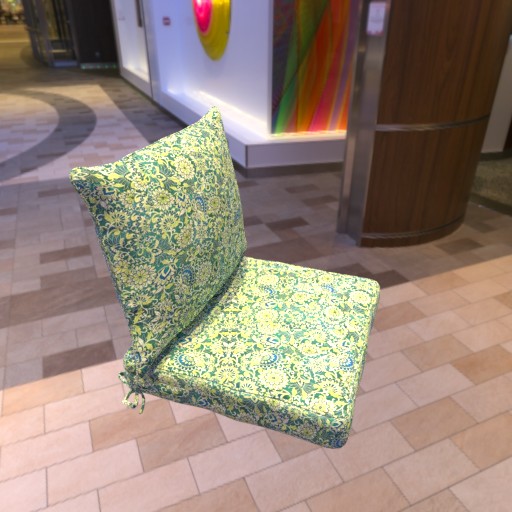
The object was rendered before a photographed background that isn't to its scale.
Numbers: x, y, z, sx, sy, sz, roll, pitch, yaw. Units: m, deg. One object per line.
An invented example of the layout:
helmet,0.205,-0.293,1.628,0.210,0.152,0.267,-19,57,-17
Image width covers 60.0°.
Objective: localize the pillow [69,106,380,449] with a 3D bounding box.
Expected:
pillow,0.000,0.000,1.353,0.740,0.722,0.798,10,31,18
